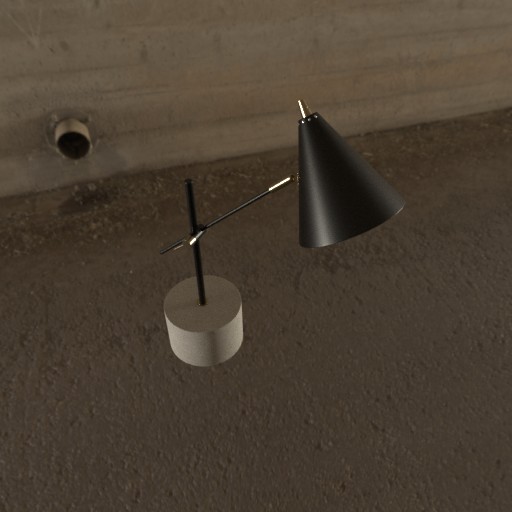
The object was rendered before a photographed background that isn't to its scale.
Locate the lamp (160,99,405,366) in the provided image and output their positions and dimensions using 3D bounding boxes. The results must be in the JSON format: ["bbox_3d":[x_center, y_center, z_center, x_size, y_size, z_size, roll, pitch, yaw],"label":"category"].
[{"bbox_3d":[0.000,0.000,0.734,0.403,0.518,0.214,26,48,26],"label":"lamp"}]
